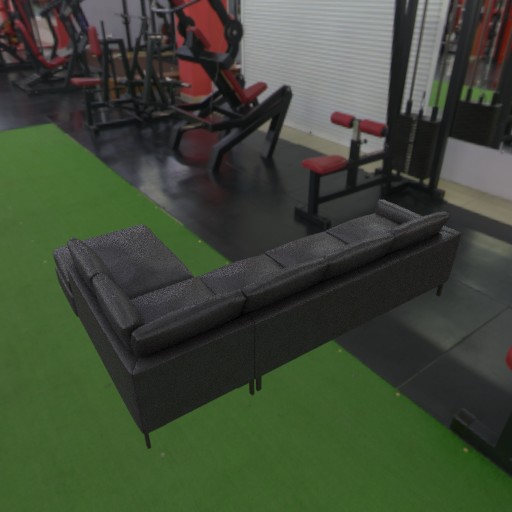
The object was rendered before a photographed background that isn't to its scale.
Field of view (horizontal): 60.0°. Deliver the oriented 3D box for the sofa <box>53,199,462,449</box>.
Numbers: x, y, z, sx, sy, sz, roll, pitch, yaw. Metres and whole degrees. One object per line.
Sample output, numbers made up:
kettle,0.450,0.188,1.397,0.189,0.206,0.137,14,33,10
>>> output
sofa,0.000,0.000,3.885,2.984,0.877,1.938,-19,36,-29
